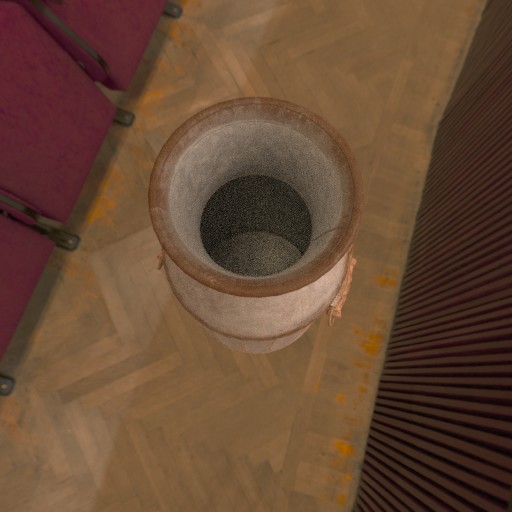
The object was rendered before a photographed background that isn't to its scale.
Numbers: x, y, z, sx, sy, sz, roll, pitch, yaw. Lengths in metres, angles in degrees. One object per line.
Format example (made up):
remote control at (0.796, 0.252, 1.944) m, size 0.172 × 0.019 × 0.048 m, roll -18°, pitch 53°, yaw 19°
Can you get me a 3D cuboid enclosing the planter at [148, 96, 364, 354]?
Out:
planter at (0.000, 0.000, 0.538) m, size 0.245 × 0.396 × 0.214 m, roll 18°, pitch 75°, yaw 5°
